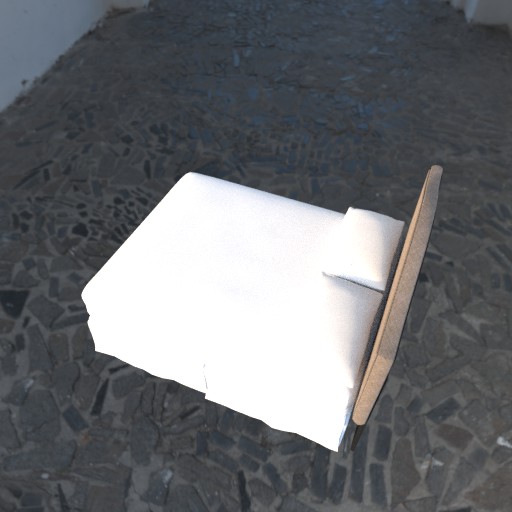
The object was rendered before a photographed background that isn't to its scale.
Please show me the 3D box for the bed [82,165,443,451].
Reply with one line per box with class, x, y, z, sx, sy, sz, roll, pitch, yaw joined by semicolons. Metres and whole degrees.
bed;0.000;0.000;3.268;2.153;1.518;1.713;18;50;16
